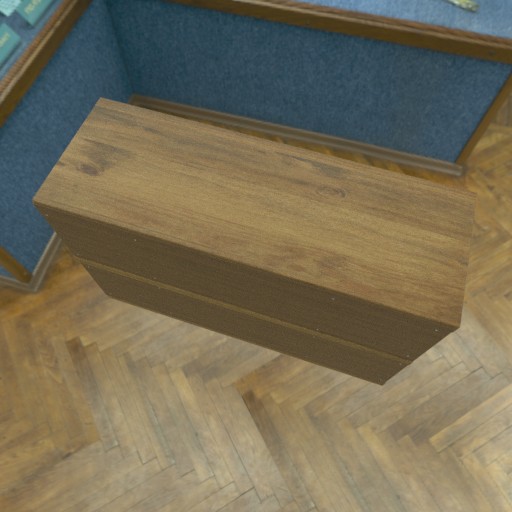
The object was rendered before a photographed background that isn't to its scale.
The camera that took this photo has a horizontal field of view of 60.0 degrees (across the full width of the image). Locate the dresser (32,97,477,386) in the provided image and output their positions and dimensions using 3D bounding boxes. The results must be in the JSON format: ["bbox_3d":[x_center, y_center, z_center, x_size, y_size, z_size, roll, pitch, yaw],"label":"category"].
[{"bbox_3d":[0.000,0.000,1.697,1.261,0.825,0.479,16,64,8],"label":"dresser"}]
